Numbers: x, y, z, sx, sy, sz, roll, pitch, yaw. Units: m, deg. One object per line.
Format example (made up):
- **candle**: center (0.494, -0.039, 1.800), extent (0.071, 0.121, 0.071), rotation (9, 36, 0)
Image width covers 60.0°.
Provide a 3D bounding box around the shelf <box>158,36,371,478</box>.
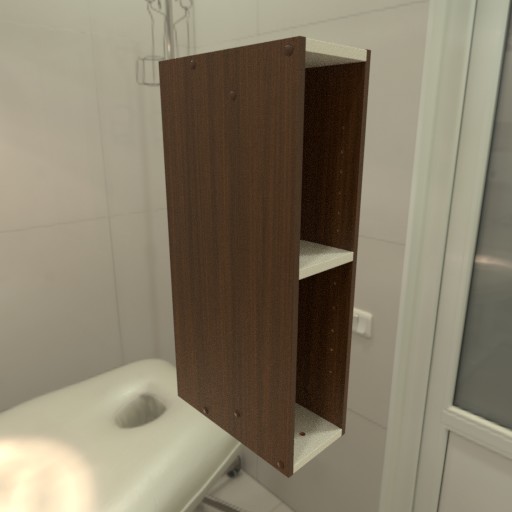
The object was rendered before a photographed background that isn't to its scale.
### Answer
- **shelf**: center (0.000, 0.000, 0.723), extent (0.147, 0.600, 0.290), rotation (-15, 22, -42)
